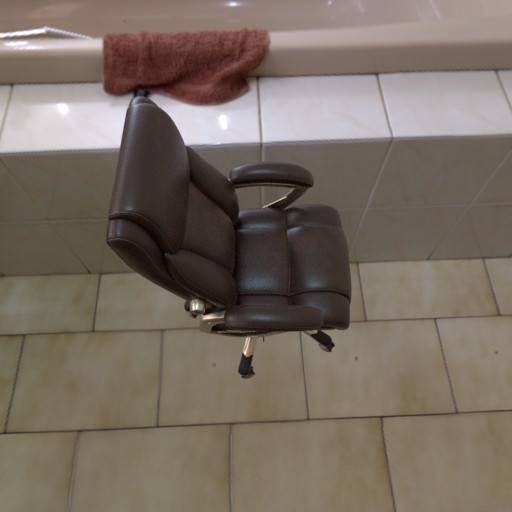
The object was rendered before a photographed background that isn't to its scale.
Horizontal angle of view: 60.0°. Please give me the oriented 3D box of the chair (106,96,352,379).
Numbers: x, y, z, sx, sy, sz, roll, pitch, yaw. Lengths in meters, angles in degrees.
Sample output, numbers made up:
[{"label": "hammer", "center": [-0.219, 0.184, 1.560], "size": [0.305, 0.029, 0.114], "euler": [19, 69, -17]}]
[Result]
[{"label": "chair", "center": [0.000, 0.000, 1.687], "size": [0.749, 1.194, 0.692], "euler": [0, 63, 0]}]
